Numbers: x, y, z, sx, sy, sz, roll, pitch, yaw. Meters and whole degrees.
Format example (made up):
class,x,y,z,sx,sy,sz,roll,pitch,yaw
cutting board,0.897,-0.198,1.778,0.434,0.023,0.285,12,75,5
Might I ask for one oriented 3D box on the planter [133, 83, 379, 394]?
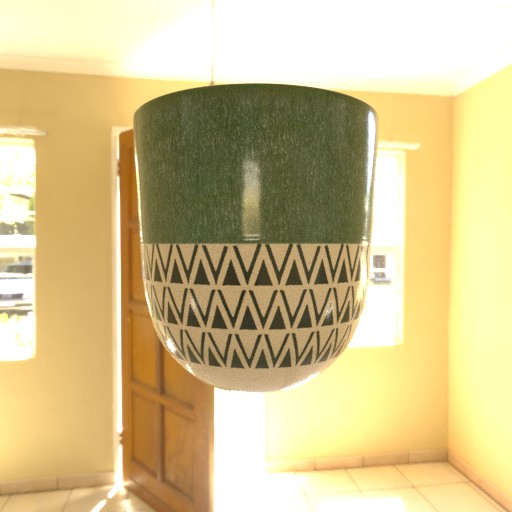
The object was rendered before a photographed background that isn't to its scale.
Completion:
class,x,y,z,sx,sy,sz,roll,pitch,yaw
planter,0.000,0.000,0.367,0.195,0.214,0.195,0,1,0
